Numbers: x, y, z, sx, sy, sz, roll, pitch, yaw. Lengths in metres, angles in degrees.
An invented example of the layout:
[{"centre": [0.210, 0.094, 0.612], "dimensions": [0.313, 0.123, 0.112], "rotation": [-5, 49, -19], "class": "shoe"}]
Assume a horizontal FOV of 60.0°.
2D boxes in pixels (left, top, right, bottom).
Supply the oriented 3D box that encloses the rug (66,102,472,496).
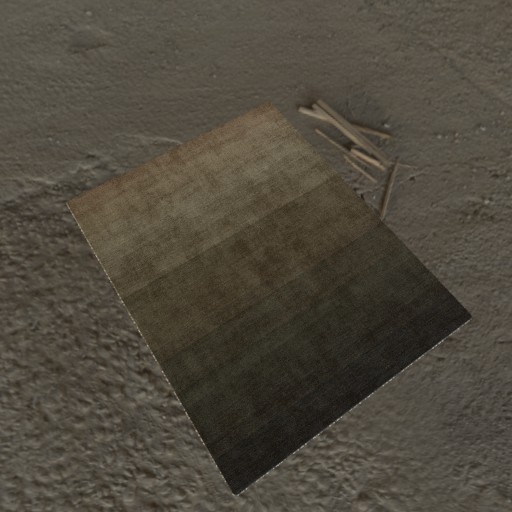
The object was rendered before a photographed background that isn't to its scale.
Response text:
[{"centre": [0.000, 0.000, 3.847], "dimensions": [2.306, 0.017, 2.902], "rotation": [-31, 67, -15], "class": "rug"}]
